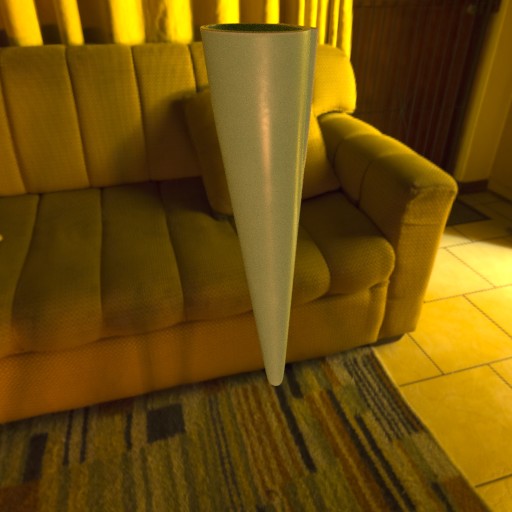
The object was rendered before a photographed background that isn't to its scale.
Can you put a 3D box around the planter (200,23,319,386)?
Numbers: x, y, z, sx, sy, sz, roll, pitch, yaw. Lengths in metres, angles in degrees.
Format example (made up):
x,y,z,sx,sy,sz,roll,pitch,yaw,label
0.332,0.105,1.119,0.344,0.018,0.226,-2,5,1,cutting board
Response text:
x,y,z,sx,sy,sz,roll,pitch,yaw,label
0.000,0.000,0.290,0.055,0.268,0.054,-22,38,-31,planter
